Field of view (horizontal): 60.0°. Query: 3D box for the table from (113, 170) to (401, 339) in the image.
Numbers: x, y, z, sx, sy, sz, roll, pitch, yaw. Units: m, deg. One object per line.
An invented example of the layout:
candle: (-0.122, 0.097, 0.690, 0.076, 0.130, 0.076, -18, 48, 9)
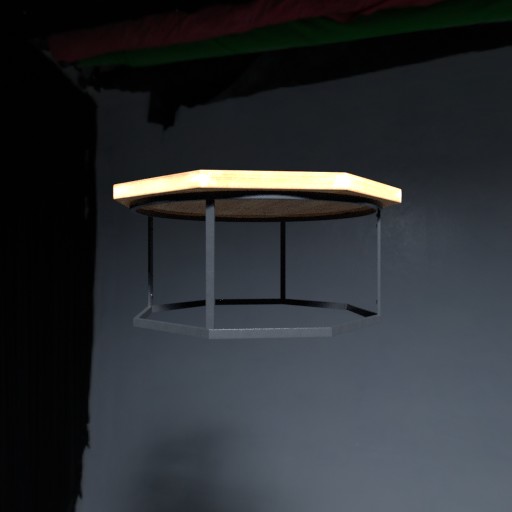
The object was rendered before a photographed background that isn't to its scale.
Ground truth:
table: (0.000, 0.000, 1.610, 1.002, 0.444, 1.002, 0, 0, 0)
